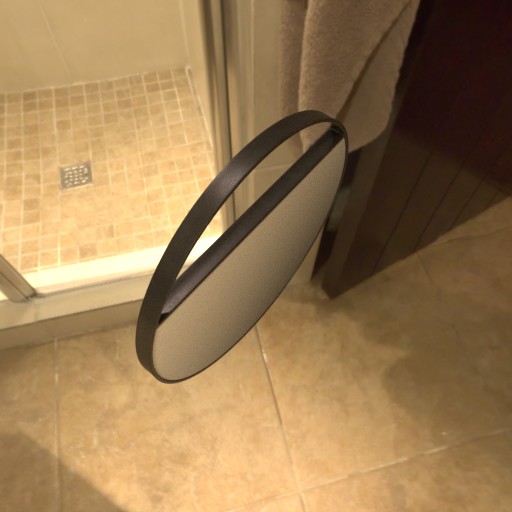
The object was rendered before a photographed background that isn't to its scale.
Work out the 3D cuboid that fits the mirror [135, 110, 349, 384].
[{"bbox_3d":[0.000,0.000,0.841,0.032,0.565,0.565,35,65,19],"label":"mirror"}]
